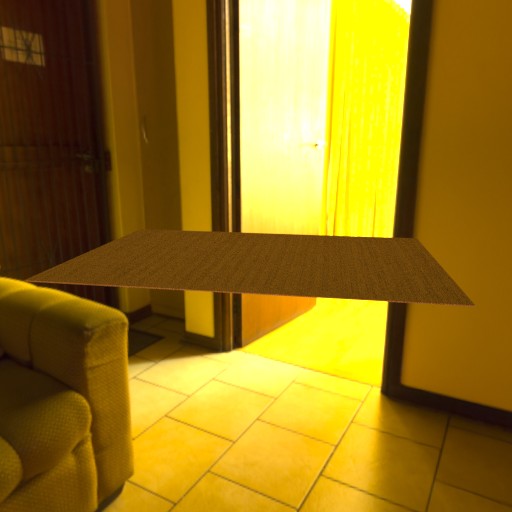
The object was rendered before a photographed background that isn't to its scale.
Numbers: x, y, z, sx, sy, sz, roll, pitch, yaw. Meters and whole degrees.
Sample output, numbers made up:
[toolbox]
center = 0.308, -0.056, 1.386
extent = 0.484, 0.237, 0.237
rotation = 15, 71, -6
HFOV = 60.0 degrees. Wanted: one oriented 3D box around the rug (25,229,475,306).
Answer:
[rug]
center = 0.000, 0.000, 2.240
extent = 1.752, 0.006, 1.142
rotation = 2, 14, 9
